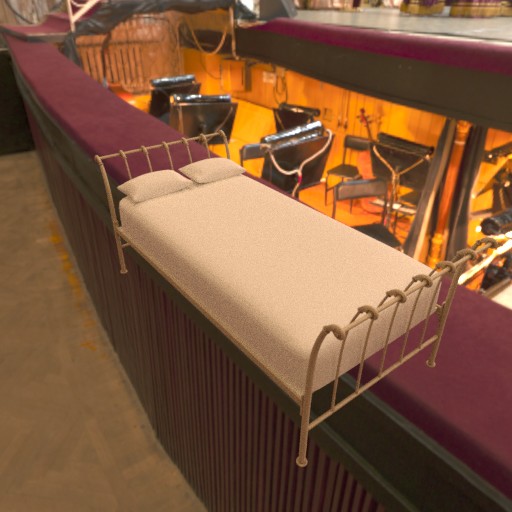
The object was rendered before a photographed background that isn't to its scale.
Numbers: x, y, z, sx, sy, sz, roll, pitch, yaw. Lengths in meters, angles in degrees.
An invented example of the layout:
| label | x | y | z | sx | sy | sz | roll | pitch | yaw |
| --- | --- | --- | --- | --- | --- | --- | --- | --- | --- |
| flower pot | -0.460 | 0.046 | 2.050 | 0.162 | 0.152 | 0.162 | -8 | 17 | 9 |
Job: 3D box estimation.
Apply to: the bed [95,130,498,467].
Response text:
| label | x | y | z | sx | sy | sz | roll | pitch | yaw |
| --- | --- | --- | --- | --- | --- | --- | --- | --- | --- |
| bed | 0.000 | 0.000 | 2.674 | 1.032 | 0.873 | 2.228 | -22 | 38 | -31 |
